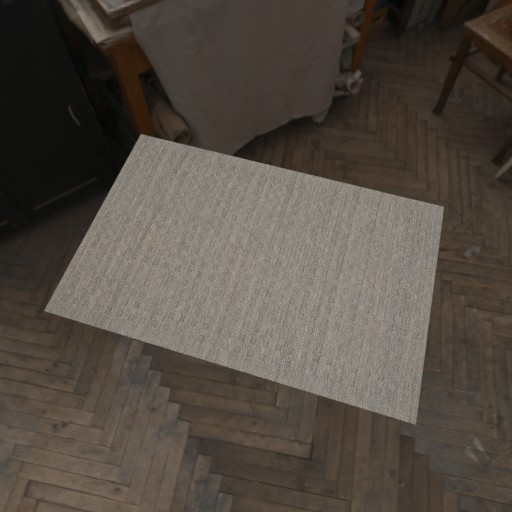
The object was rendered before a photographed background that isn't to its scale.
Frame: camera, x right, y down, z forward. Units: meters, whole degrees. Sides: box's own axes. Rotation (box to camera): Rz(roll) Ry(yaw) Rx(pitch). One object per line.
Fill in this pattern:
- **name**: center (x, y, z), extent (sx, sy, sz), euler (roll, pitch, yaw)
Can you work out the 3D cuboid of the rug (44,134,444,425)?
- **rug**: center (0.000, 0.000, 2.234), extent (1.752, 0.006, 1.142), euler (15, 64, 8)
